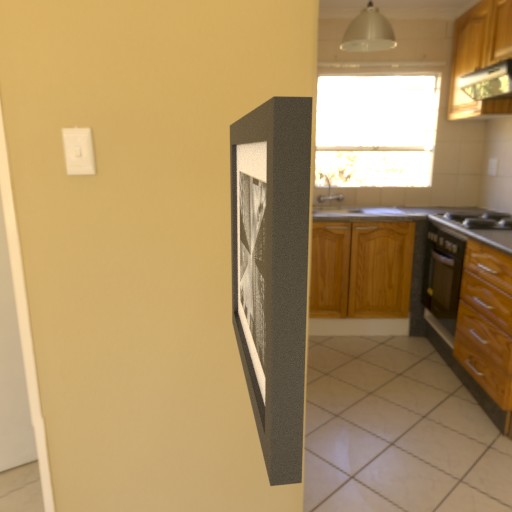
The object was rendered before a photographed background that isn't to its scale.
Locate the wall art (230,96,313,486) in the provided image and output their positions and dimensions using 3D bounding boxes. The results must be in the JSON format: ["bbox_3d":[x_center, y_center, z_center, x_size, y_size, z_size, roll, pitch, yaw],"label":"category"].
[{"bbox_3d":[0.000,0.000,0.533,0.028,0.321,0.381,-2,14,-8],"label":"wall art"}]
